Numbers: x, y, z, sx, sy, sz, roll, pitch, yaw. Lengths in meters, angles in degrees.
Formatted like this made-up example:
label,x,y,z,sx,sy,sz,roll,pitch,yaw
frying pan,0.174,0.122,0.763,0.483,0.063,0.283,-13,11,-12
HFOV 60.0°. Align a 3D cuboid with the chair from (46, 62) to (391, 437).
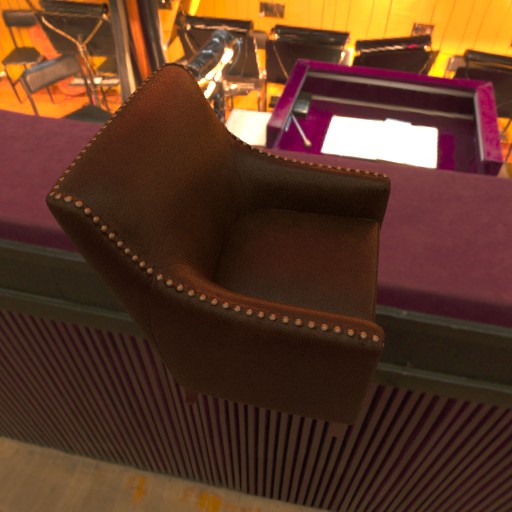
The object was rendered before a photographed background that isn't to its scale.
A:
label,x,y,z,sx,sy,sz,roll,pitch,yaw
chair,0.000,0.000,1.259,0.704,0.813,0.639,10,48,9
